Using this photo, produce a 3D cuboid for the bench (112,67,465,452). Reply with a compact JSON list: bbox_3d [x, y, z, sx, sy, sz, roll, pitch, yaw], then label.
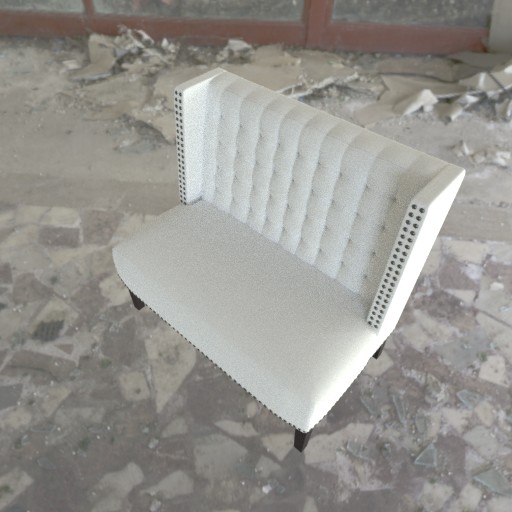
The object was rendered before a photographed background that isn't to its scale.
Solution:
[{"bbox_3d":[0.000,0.000,2.044,1.280,1.123,0.847,33,55,28],"label":"bench"}]
